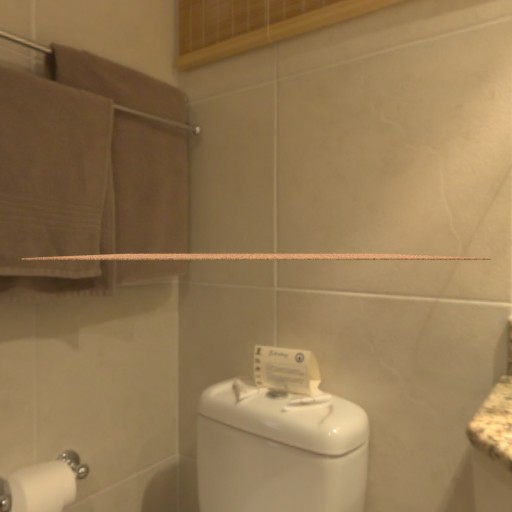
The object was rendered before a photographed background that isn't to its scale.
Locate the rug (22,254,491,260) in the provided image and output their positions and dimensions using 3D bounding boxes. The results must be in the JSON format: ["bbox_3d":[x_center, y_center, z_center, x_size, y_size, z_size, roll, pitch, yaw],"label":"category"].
[{"bbox_3d":[0.000,0.000,4.237,3.205,0.013,2.448,0,1,0],"label":"rug"}]
